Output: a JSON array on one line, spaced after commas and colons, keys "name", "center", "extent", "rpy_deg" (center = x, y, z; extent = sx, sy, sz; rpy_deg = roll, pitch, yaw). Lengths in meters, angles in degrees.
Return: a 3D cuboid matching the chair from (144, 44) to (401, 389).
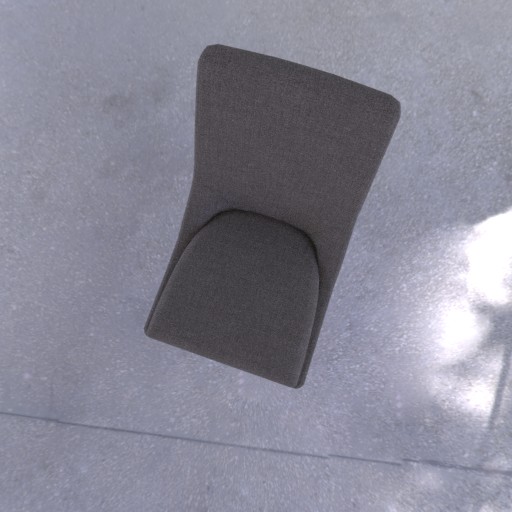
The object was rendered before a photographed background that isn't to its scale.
[{"name": "chair", "center": [0.000, 0.000, 1.329], "extent": [0.508, 0.952, 0.655], "rpy_deg": [18, 77, 4]}]
